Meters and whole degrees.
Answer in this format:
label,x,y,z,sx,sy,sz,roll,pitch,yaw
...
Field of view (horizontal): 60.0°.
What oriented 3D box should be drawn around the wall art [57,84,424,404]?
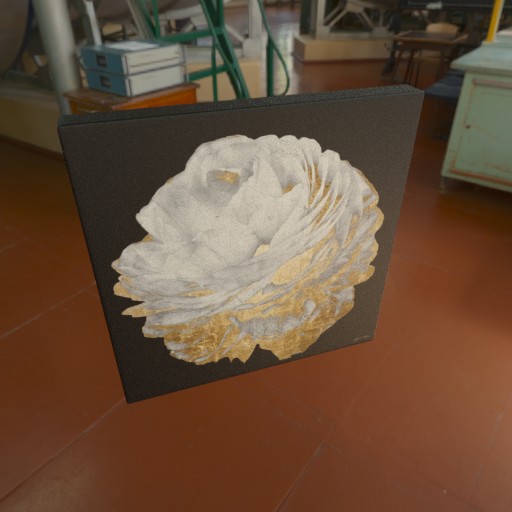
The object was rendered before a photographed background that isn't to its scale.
label,x,y,z,sx,sy,sz,roll,pitch,yaw
wall art,0.000,0.000,0.596,0.406,0.407,0.041,-11,36,-15
